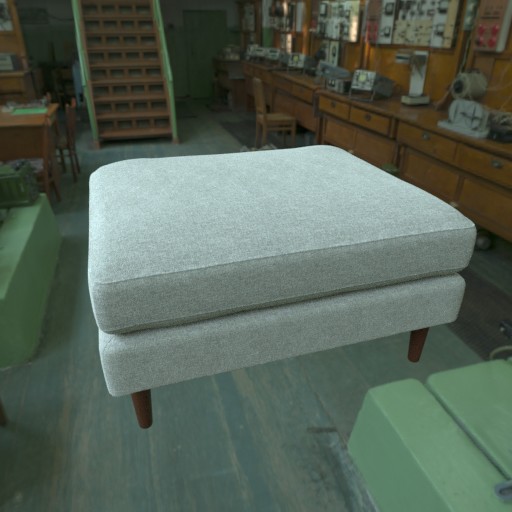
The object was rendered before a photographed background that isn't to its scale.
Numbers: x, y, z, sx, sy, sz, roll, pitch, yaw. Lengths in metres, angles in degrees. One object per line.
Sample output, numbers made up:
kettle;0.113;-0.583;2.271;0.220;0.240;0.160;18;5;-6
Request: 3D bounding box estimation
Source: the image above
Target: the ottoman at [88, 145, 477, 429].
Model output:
ottoman;0.000;0.000;1.216;0.821;0.474;0.693;-9;29;-16
